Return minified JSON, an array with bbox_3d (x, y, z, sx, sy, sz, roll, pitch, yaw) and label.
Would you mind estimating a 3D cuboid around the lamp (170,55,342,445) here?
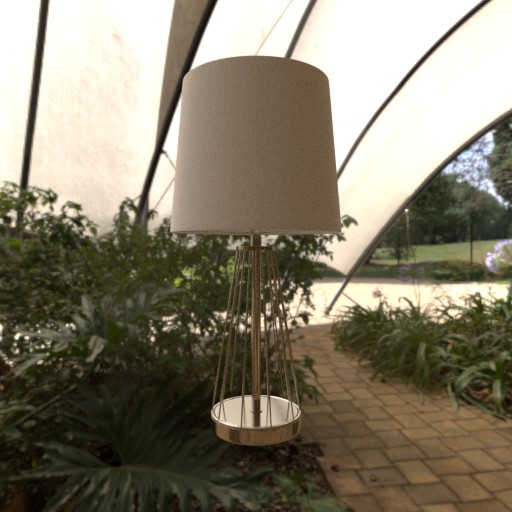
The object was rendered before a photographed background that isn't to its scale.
[{"bbox_3d":[0.000,0.000,0.799,0.303,0.618,0.303,0,1,0],"label":"lamp"}]
